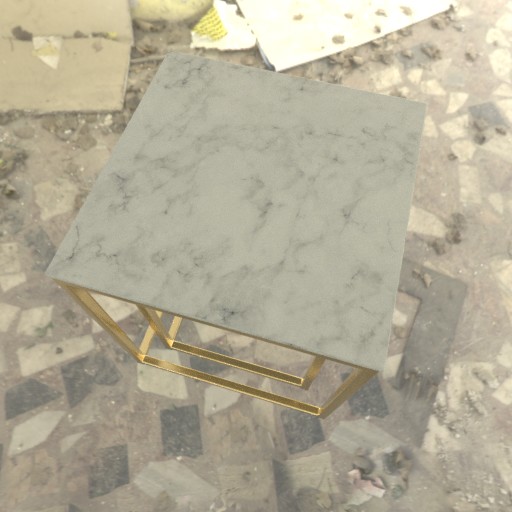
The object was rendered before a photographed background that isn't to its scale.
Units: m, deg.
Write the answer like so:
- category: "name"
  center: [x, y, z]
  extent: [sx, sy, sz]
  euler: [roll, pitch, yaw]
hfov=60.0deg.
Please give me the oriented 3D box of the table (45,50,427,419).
- category: "table"
  center: [0.000, 0.000, 0.875]
  extent: [0.450, 0.500, 0.450]
  euler: [15, 64, 7]
